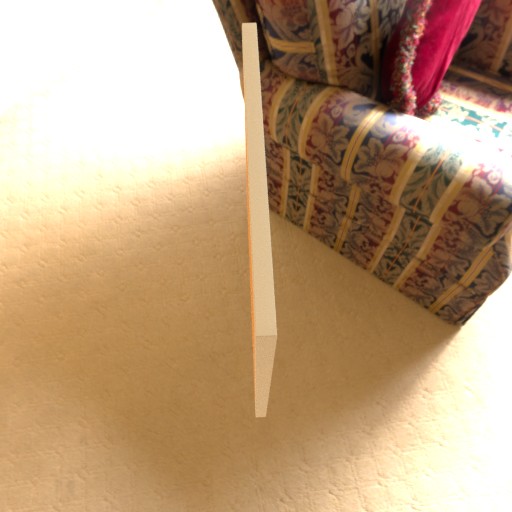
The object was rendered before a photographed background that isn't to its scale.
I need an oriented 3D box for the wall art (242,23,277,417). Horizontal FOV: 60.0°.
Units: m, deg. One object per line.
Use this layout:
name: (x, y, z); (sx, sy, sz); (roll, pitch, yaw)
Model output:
wall art: (0.000, 0.000, 0.745); (0.020, 0.536, 0.444); (-2, 63, -1)
